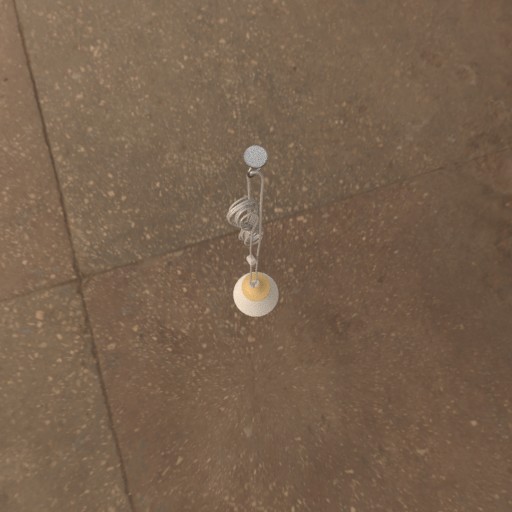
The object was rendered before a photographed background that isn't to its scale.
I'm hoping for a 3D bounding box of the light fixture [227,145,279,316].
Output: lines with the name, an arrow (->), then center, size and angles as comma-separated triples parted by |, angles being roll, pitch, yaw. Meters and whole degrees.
light fixture -> 0.000, 0.000, 1.037 | 0.153, 0.966, 0.153 | -15, 75, -4
